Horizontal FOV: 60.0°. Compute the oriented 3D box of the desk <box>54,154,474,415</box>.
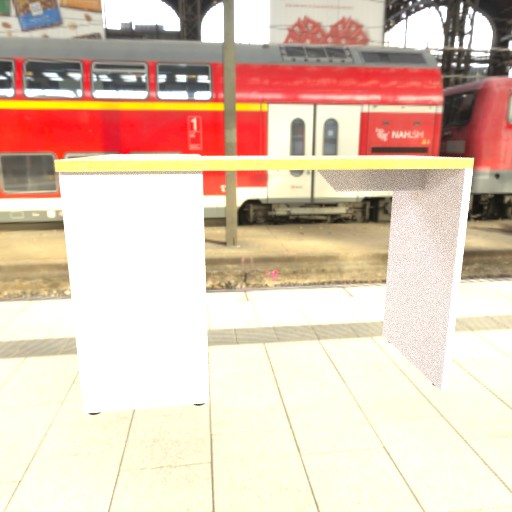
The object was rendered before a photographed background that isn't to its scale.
[{"bbox_3d":[0.000,0.000,1.725,1.170,0.760,0.900,-2,14,-9],"label":"desk"}]
